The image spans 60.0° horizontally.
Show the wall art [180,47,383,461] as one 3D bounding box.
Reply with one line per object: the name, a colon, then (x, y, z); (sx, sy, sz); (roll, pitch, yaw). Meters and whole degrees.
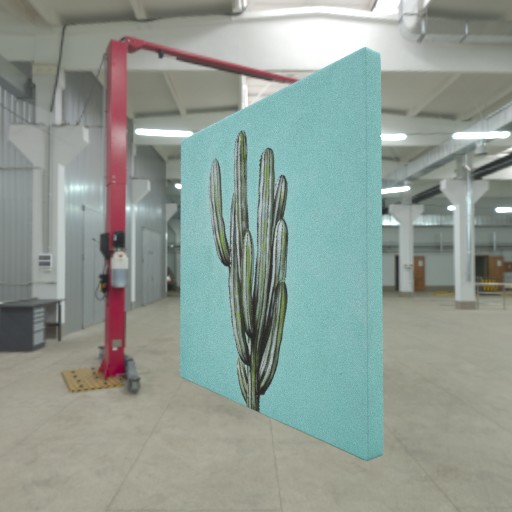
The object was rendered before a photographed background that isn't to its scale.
wall art: (0.000, 0.000, 1.140); (0.054, 0.766, 0.765); (1, -2, -36)
